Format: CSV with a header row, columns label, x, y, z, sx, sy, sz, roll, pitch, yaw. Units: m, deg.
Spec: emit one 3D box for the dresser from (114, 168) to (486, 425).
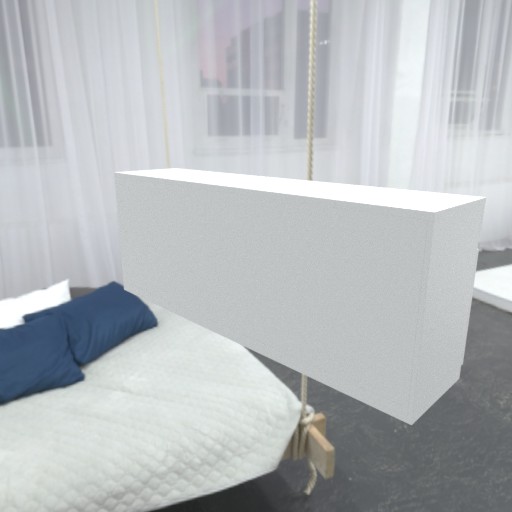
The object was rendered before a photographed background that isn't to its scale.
label,x,y,z,sx,sy,sz,roll,pitch,yaw
dresser,0.000,0.000,2.531,2.200,0.840,0.500,15,21,43
